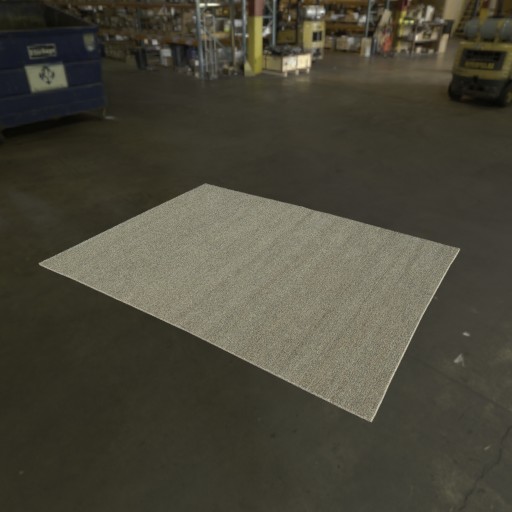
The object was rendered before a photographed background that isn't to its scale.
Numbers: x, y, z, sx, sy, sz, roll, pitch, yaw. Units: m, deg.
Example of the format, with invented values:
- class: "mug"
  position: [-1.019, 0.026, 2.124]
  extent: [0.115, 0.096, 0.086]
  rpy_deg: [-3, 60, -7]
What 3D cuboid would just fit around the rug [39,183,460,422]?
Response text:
- class: "rug"
  position: [0.000, 0.000, 4.754]
  extent: [3.626, 0.051, 2.757]
  rpy_deg: [18, 35, 28]
